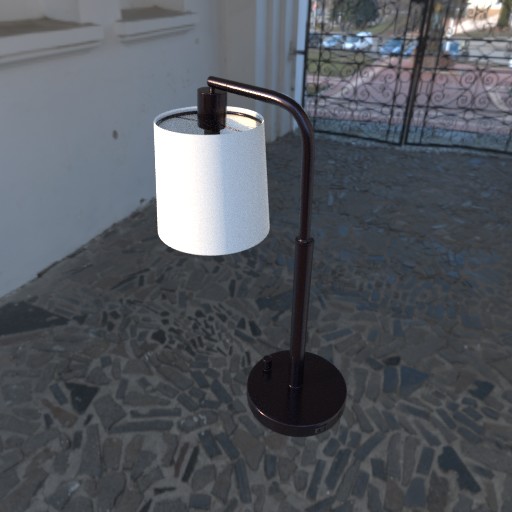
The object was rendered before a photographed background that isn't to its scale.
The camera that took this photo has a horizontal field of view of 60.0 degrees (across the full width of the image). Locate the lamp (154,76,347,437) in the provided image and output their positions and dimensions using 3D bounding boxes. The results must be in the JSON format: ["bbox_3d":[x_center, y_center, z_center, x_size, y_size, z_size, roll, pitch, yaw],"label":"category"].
[{"bbox_3d":[0.000,0.000,0.659,0.333,0.489,0.171,21,37,31],"label":"lamp"}]
